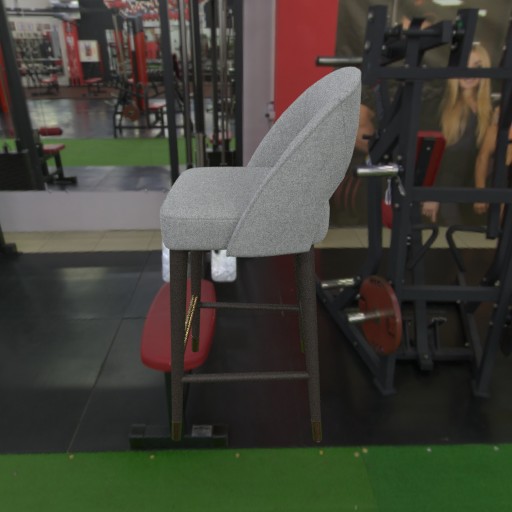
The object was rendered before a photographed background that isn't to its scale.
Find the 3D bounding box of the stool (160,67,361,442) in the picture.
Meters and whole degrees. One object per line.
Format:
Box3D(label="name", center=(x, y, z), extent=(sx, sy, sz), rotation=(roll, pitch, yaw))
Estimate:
Box3D(label="stool", center=(0.000, 0.000, 1.321), extent=(0.509, 1.037, 0.494), rotation=(0, 26, 1))
